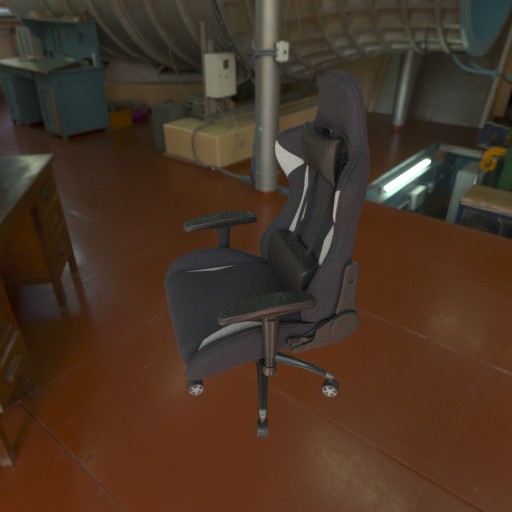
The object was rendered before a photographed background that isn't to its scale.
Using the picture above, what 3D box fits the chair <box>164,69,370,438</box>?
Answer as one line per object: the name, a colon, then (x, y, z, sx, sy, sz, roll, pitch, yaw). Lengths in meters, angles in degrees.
chair: (0.000, 0.000, 1.702, 0.695, 1.300, 0.730, -9, 32, -15)
